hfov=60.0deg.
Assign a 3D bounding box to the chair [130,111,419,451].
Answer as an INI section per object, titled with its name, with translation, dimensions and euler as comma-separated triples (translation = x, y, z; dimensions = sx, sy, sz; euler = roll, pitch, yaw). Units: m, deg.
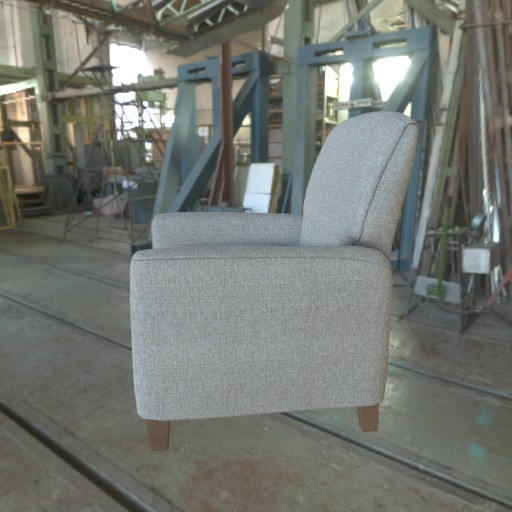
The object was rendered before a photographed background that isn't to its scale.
[chair]
translation = 0.000, 0.000, 1.628
dimensions = 0.864, 1.014, 0.848
euler = -2, 14, -8
